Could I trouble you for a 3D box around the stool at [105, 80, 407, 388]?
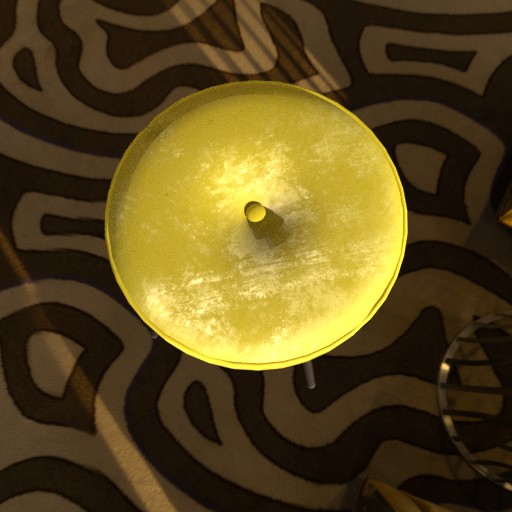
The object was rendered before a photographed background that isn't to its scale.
[{"bbox_3d":[0.000,0.000,0.825,0.409,0.508,0.409,17,77,4],"label":"stool"}]
